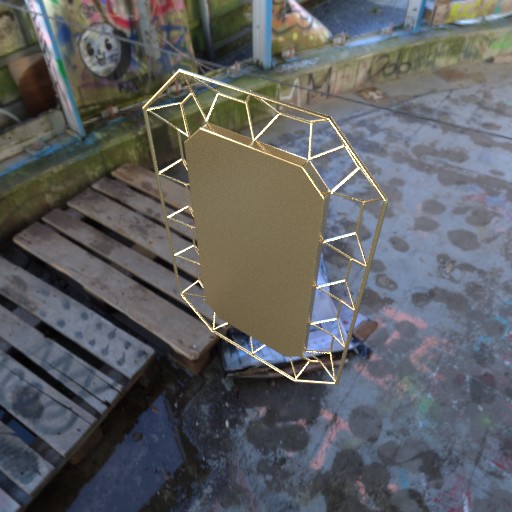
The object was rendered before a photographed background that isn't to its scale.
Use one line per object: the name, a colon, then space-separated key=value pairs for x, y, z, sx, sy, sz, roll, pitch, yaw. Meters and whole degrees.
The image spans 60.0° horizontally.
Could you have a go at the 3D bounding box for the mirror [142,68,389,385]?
mirror: x=0.000 y=0.000 z=1.101 sx=0.572 sy=0.870 sz=0.051 roll=26 pitch=52 yaw=23
